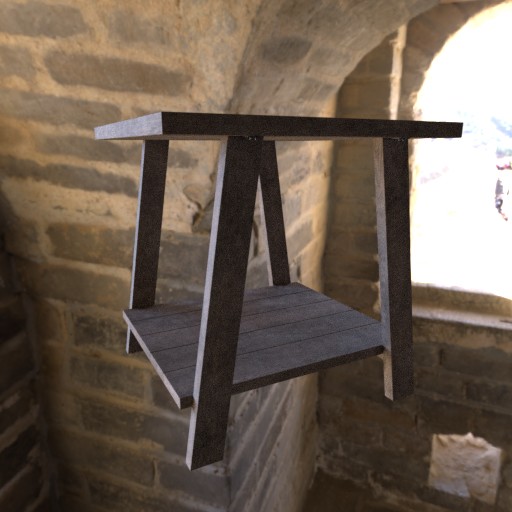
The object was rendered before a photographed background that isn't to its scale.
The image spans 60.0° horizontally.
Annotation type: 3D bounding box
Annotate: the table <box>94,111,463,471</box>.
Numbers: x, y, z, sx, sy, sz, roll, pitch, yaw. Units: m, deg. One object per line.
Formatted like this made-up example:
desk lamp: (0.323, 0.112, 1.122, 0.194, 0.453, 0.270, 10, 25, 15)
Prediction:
table: (0.000, 0.000, 1.076, 0.610, 0.610, 0.610, -7, 16, -27)
